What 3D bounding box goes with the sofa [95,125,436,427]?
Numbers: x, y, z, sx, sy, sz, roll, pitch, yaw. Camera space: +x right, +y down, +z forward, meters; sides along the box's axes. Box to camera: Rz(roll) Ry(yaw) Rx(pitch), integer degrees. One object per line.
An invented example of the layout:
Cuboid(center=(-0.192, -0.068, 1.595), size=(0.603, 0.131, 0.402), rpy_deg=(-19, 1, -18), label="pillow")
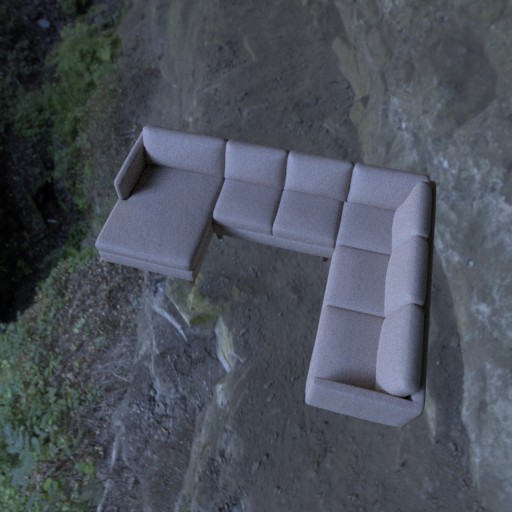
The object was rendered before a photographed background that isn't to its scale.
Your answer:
Cuboid(center=(0.000, 0.000, 4.561), size=(3.403, 0.889, 2.551), rpy_deg=(12, 59, 8), label="sofa")
